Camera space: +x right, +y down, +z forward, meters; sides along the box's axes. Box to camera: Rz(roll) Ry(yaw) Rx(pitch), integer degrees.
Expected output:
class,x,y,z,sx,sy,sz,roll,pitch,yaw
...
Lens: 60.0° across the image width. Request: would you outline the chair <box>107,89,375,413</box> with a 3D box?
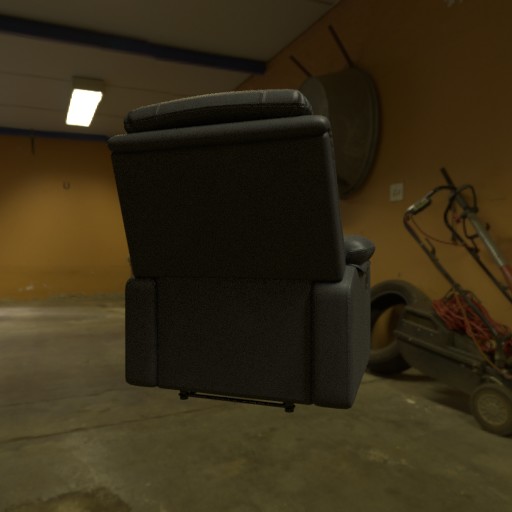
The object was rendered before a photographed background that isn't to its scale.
class,x,y,z,sx,sy,sz,roll,pitch,yaw
chair,0.000,0.000,1.707,0.855,0.992,0.919,0,0,19
